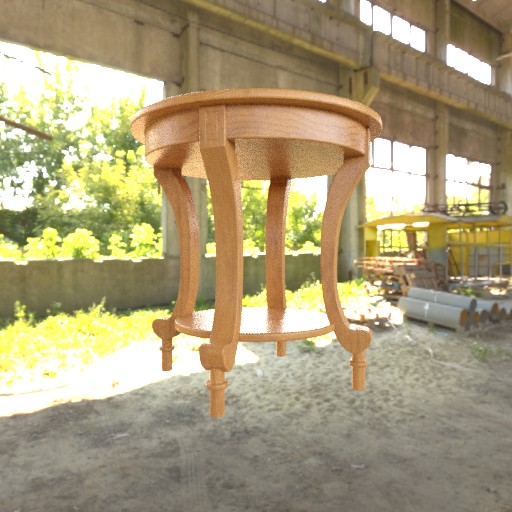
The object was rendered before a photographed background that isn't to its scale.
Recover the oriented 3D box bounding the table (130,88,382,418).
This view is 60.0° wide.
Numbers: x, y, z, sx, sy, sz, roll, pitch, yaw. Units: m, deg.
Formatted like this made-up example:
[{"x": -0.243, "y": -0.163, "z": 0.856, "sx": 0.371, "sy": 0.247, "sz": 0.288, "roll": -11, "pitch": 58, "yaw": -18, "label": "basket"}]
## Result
[{"x": 0.000, "y": 0.000, "z": 1.095, "sx": 0.597, "sy": 0.612, "sz": 0.597, "roll": 0, "pitch": 1, "yaw": 0, "label": "table"}]
